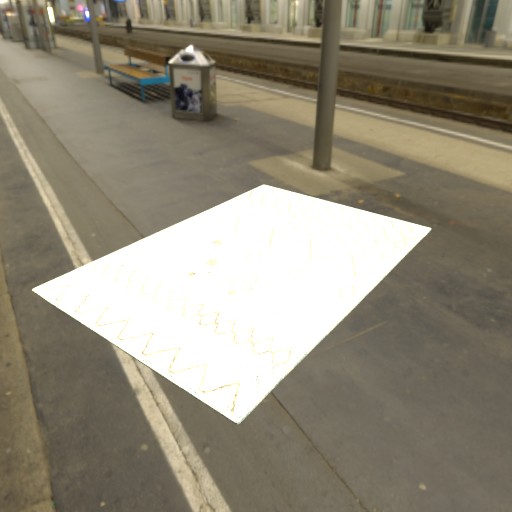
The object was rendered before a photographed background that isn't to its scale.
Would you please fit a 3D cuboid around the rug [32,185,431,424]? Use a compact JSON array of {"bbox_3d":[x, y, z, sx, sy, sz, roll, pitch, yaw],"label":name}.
[{"bbox_3d":[0.000,0.000,2.367,1.260,0.009,1.820,20,35,32],"label":"rug"}]
